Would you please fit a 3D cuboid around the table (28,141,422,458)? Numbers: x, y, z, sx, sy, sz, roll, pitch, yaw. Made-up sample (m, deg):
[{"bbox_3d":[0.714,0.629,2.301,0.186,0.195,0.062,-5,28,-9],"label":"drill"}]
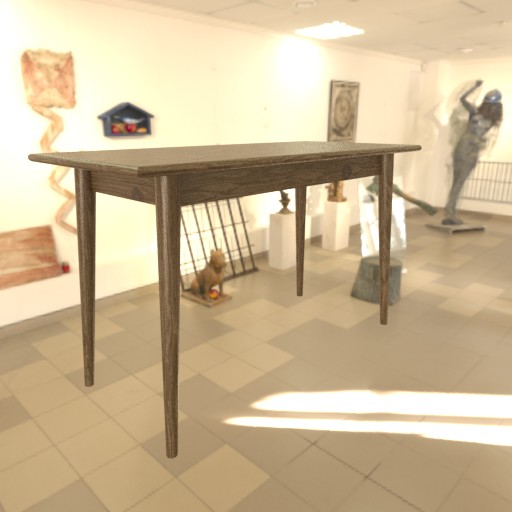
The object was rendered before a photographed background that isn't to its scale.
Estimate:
[{"bbox_3d":[0.000,0.000,1.652,0.599,0.780,1.300,16,23,42],"label":"table"}]
